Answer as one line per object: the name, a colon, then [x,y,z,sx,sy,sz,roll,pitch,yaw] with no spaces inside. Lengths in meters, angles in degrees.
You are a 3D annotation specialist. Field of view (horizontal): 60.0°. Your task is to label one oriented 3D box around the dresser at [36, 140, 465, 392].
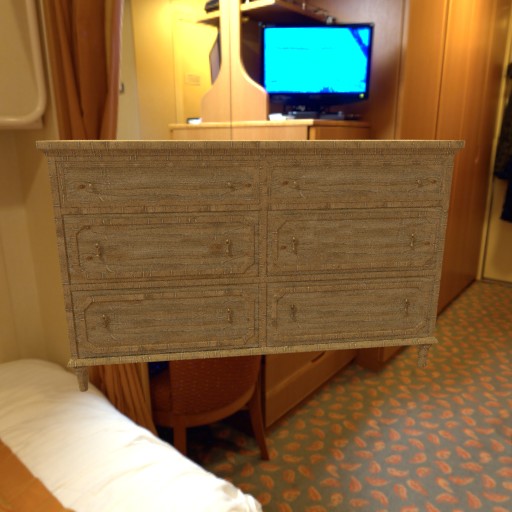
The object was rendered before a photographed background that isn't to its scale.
dresser: [0.000,0.000,2.015,1.626,1.016,0.457,-2,15,-7]
